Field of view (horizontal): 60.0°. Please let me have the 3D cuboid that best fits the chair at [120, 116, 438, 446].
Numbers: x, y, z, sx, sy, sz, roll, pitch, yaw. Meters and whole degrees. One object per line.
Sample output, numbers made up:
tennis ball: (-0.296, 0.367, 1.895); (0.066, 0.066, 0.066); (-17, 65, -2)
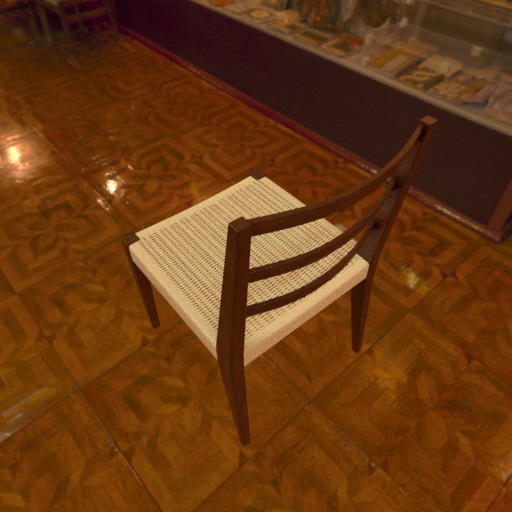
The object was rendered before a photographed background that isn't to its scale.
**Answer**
chair: (0.000, 0.000, 1.136); (0.480, 0.813, 0.551); (-31, 54, -26)
